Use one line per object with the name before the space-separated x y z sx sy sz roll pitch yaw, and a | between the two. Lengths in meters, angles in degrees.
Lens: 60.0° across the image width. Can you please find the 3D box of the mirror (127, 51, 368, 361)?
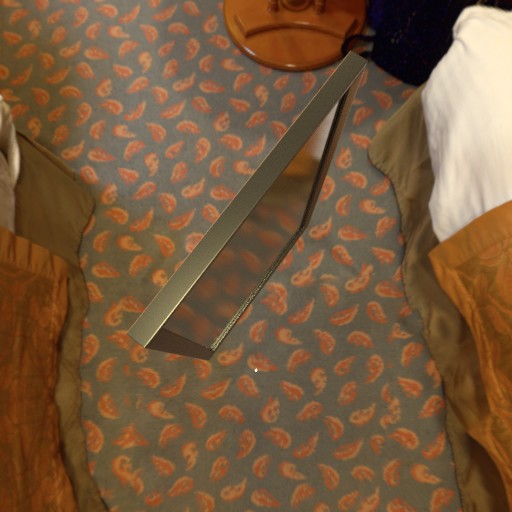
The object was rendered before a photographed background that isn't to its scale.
mirror | 0.000 0.000 1.158 0.040 0.915 0.609 35 78 8
